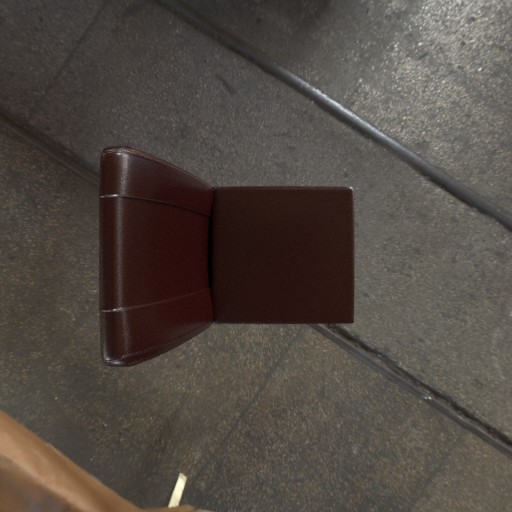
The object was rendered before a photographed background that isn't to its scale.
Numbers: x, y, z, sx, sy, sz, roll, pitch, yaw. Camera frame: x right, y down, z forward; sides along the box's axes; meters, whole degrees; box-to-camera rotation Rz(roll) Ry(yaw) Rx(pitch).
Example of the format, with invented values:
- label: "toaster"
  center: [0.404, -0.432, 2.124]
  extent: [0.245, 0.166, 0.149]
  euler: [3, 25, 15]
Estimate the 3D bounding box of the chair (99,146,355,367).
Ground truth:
- label: "chair"
  center: [0.000, 0.000, 1.211]
  extent: [0.556, 0.897, 0.399]
  euler: [0, 90, -1]
